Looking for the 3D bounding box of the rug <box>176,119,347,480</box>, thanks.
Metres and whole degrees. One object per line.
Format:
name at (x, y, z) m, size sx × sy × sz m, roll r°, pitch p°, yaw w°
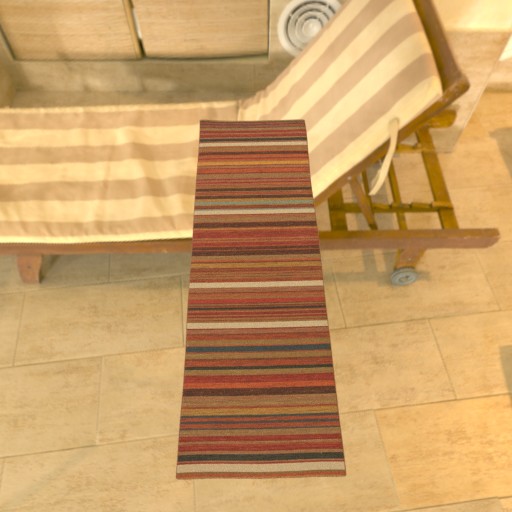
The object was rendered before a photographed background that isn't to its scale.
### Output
rug at (0.000, 0.000, 2.708) m, size 0.799 × 0.030 × 2.444 m, roll -1°, pitch 58°, yaw -1°
